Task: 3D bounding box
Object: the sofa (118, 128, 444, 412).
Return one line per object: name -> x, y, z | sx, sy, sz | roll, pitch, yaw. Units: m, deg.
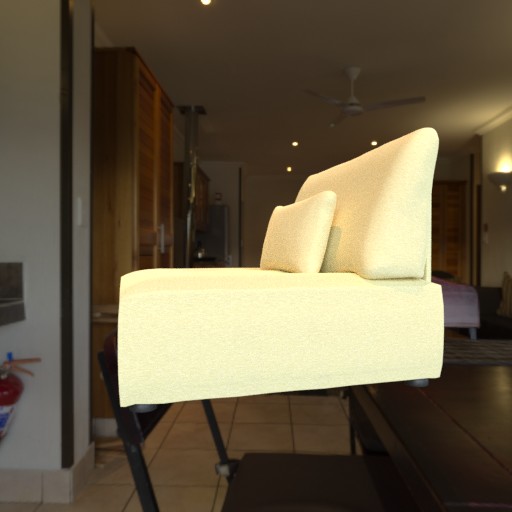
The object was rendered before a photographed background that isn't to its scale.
sofa -> 0.000, 0.000, 1.697 | 1.000, 0.820, 0.930 | 0, 0, -17
